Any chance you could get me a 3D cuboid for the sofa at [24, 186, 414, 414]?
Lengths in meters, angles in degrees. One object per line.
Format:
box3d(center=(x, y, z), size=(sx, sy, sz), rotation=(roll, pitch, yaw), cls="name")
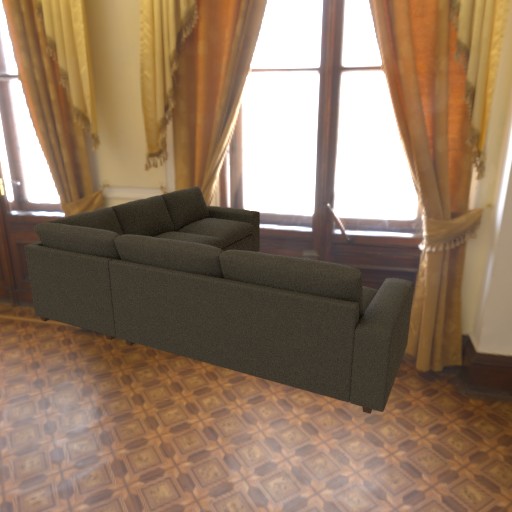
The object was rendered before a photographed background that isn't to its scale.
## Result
box3d(center=(0.000, 0.000, 4.646), size=(3.277, 0.965, 2.895), rotation=(8, 19, 25), cls="sofa")
